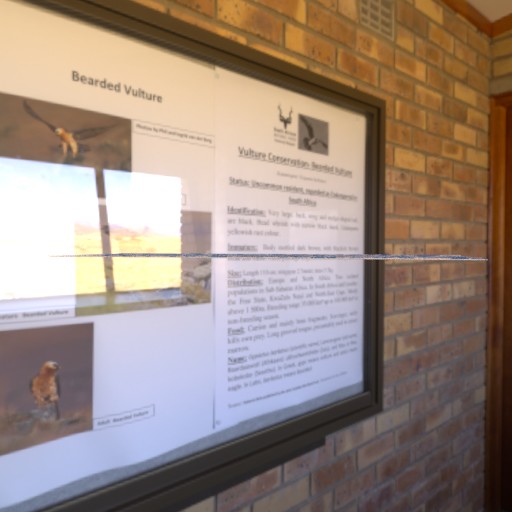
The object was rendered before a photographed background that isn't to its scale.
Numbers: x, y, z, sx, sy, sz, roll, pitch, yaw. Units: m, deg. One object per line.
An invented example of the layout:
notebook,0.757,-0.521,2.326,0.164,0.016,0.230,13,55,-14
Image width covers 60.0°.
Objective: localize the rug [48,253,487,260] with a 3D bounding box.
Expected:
rug,0.000,0.000,2.742,2.446,0.011,0.768,0,1,17
